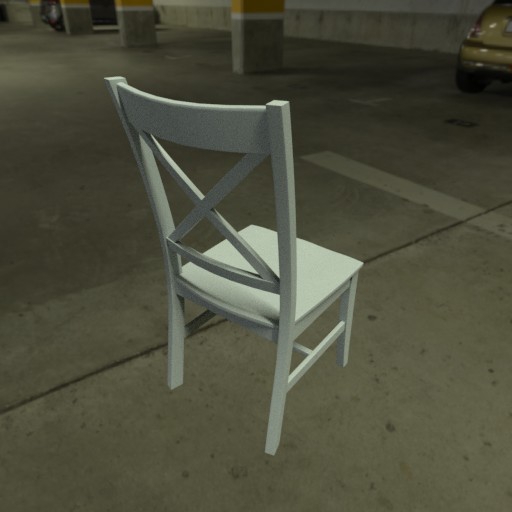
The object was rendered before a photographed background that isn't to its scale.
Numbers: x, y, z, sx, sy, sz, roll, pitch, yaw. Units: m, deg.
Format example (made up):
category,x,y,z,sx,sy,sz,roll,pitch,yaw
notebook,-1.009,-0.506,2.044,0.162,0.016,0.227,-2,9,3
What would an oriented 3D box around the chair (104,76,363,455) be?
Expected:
category,x,y,z,sx,sy,sz,roll,pitch,yaw
chair,0.000,0.000,1.285,0.485,0.983,0.542,21,36,32
